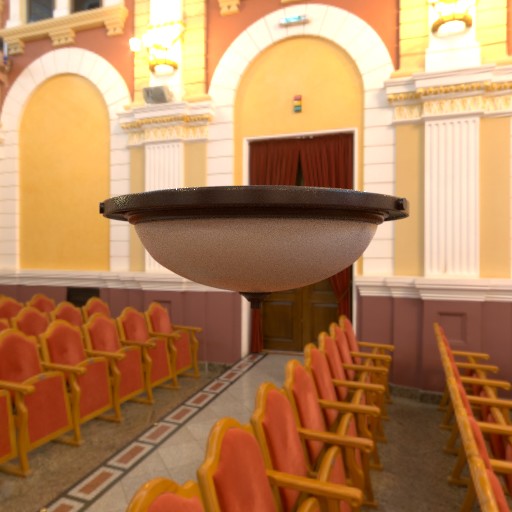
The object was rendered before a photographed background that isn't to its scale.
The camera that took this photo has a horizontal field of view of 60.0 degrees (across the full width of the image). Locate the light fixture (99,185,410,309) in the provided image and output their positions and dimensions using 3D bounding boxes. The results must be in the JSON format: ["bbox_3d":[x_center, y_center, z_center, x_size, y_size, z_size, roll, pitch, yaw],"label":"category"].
[{"bbox_3d":[0.000,0.000,0.552,0.361,0.130,0.361,0,1,0],"label":"light fixture"}]
